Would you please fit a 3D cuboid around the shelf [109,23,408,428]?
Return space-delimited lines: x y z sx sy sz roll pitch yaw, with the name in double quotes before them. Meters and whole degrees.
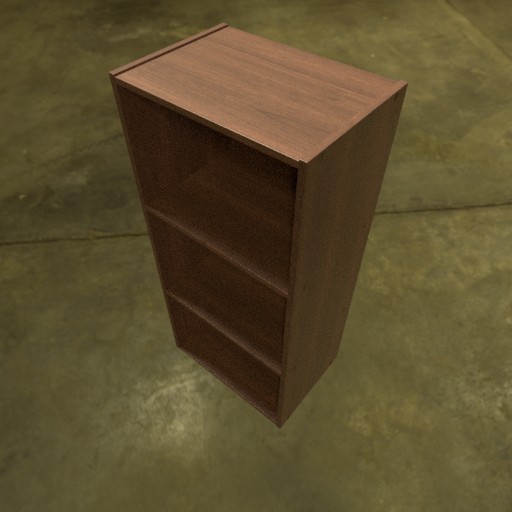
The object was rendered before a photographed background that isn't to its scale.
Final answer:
"shelf" 0.000 0.000 1.063 0.414 0.879 0.290 31 54 26
